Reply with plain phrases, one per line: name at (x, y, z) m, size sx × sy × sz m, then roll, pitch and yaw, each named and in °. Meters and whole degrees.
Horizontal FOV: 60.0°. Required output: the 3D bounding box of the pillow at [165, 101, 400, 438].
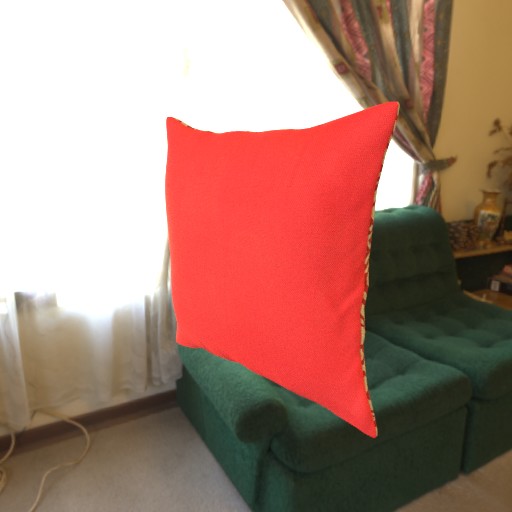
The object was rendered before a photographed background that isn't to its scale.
pillow at (0.000, 0.000, 0.807) m, size 0.522 × 0.507 × 0.192 m, roll 13°, pitch 19°, yaw 43°
